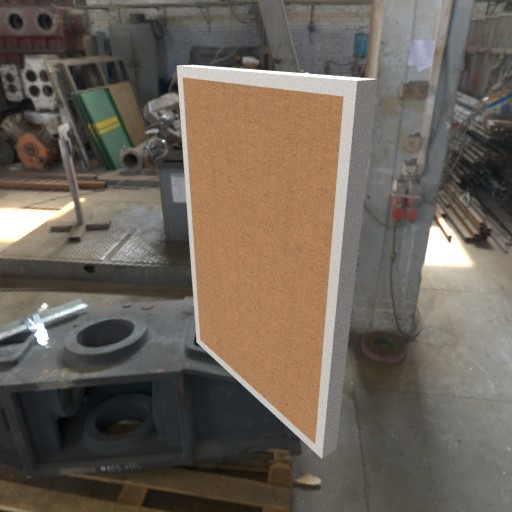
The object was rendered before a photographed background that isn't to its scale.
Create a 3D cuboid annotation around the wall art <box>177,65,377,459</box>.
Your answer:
[{"bbox_3d":[0.000,0.000,0.555,0.025,0.428,0.293,-19,32,-34],"label":"wall art"}]
